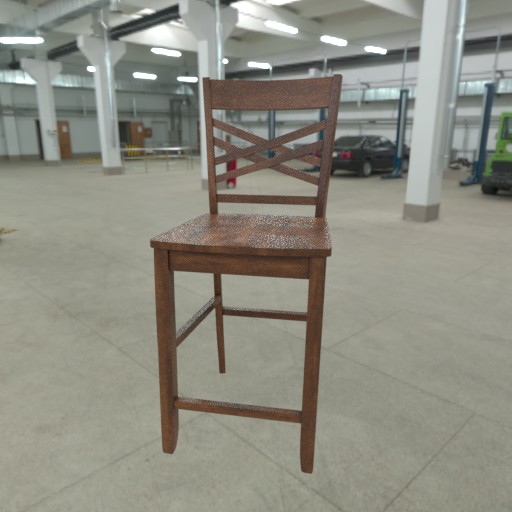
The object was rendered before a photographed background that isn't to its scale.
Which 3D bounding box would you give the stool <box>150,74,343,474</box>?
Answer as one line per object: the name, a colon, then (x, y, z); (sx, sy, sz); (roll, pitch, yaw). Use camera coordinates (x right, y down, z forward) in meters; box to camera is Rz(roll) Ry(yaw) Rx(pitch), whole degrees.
stool: (0.000, 0.000, 1.352); (0.462, 1.079, 0.539); (3, 16, 11)
